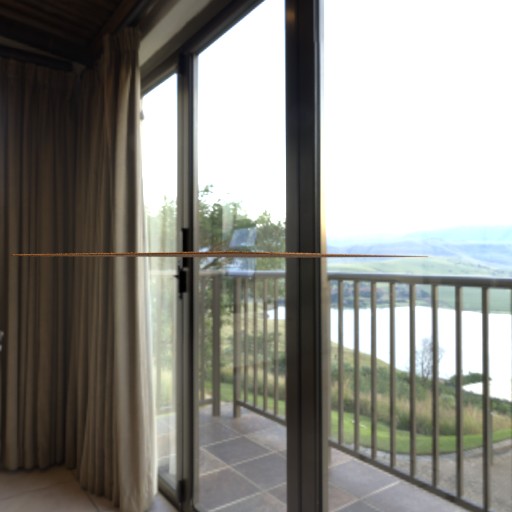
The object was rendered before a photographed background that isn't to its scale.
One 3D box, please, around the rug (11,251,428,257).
[{"bbox_3d":[0.000,0.000,2.857,1.525,0.007,2.336,0,-1,36],"label":"rug"}]
